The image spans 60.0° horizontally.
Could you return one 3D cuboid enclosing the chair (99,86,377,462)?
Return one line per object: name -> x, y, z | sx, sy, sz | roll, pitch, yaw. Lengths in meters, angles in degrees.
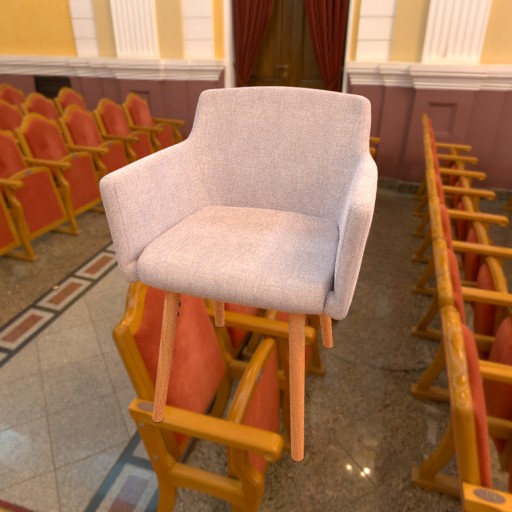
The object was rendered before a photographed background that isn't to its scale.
chair -> 0.000, 0.000, 1.156 | 0.570, 0.780, 0.540 | 8, 28, 16
